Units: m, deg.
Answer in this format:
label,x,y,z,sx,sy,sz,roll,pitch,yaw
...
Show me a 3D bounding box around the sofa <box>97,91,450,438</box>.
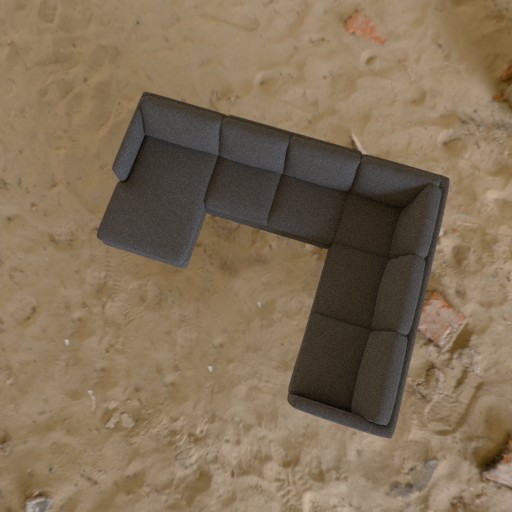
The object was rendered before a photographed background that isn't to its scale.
label,x,y,z,sx,sy,sz,roll,pitch,yaw
sofa,0.000,0.000,4.415,3.238,0.853,2.551,17,77,4
